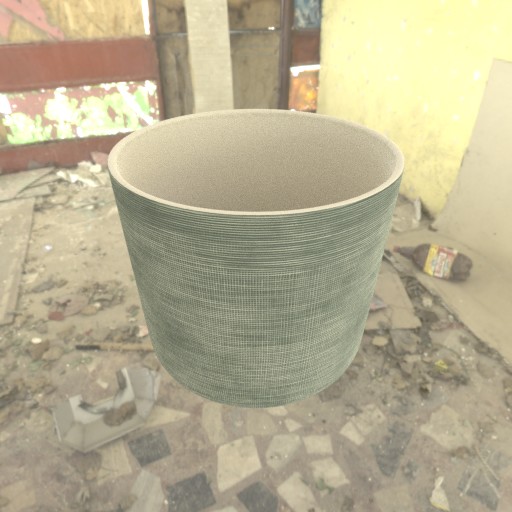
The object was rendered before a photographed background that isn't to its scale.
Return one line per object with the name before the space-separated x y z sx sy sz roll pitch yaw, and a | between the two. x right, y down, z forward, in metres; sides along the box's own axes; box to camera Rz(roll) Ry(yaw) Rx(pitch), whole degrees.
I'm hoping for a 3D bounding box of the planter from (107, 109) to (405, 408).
planter | 0.000 0.000 0.788 0.440 0.398 0.440 0 33 0
